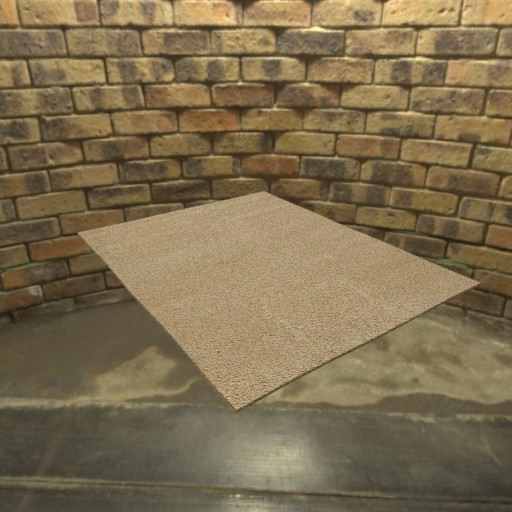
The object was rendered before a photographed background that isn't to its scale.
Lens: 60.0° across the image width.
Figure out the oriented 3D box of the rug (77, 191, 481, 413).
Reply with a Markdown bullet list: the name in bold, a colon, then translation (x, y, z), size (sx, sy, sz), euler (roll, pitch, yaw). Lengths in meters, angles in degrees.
- **rug**: translation (0.000, 0.000, 4.112), size (2.400, 0.025, 3.000), euler (-17, 31, -31)
